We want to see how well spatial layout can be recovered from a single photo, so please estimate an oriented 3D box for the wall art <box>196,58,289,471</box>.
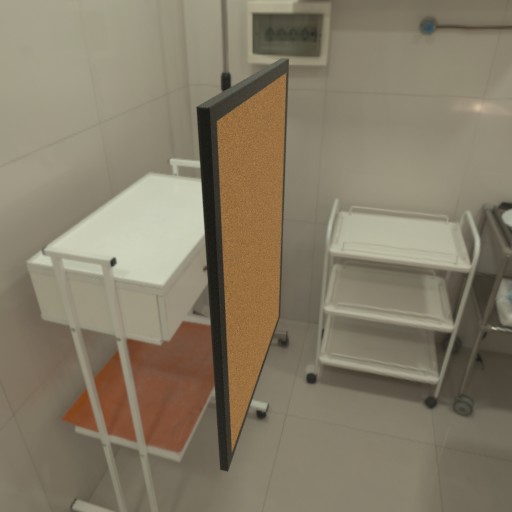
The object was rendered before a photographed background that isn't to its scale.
[{"bbox_3d":[0.000,0.000,0.863,0.016,0.657,0.480,7,31,12],"label":"wall art"}]
